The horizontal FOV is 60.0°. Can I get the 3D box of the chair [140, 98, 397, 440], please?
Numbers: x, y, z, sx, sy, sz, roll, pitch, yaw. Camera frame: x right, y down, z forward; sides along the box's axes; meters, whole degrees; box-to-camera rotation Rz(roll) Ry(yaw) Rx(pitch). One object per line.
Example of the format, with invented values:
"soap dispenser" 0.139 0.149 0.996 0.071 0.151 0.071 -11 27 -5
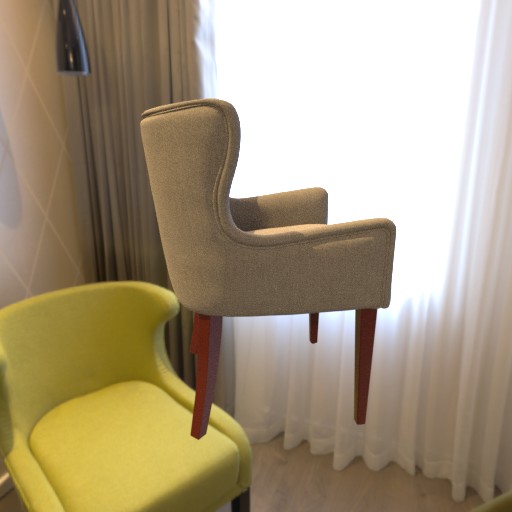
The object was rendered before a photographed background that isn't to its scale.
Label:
"chair" 0.000 0.000 1.456 0.677 0.948 0.732 -2 17 -8
